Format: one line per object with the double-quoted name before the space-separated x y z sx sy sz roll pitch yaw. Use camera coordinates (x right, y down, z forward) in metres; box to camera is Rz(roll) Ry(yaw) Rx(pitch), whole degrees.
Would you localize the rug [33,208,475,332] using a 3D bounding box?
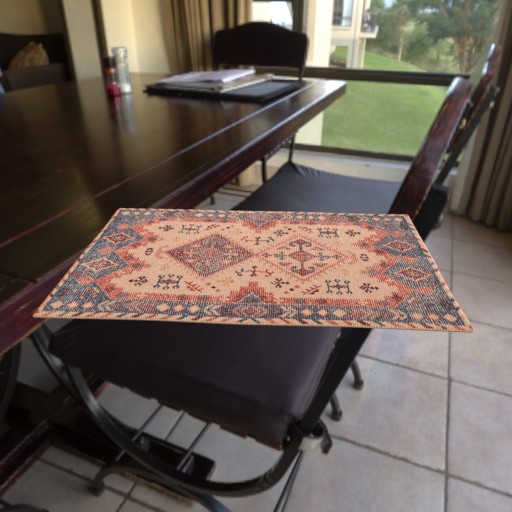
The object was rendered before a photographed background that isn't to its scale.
"rug" 0.000 0.000 3.110 2.464 0.023 1.521 2 30 3
